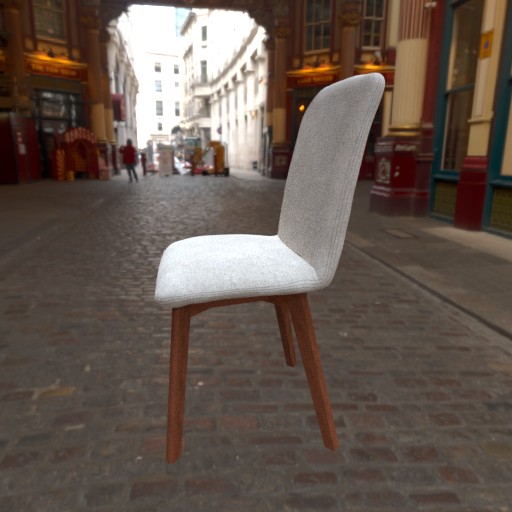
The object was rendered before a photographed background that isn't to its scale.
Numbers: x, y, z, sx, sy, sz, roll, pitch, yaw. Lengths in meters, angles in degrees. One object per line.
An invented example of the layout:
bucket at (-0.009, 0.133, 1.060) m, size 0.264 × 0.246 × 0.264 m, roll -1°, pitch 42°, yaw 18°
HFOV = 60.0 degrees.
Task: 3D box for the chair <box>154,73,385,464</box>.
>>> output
chair at (0.000, 0.000, 1.302) m, size 0.563 × 0.974 × 0.522 m, roll -2°, pitch 14°, yaw -9°
